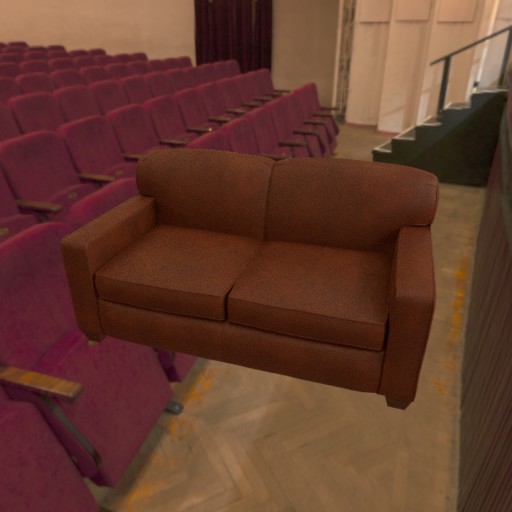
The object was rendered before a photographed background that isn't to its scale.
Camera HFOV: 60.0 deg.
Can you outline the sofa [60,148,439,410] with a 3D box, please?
[{"bbox_3d":[0.000,0.000,2.489,1.856,0.966,1.000,8,28,16],"label":"sofa"}]
